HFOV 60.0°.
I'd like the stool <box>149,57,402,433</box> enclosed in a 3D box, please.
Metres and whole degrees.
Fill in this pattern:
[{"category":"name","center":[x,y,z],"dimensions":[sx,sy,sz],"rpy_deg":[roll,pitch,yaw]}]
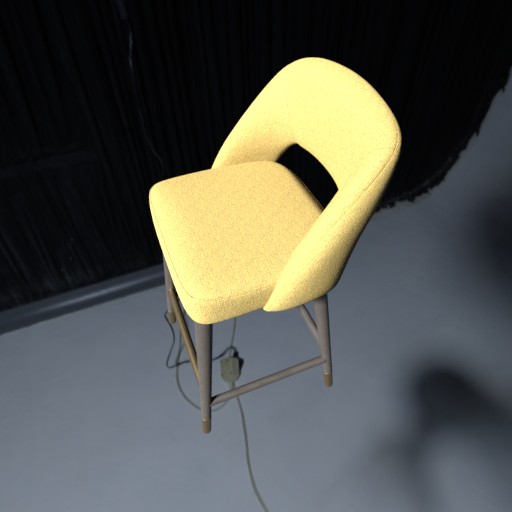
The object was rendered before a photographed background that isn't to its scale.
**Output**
[{"category":"stool","center":[0.000,0.000,1.239],"dimensions":[0.522,0.939,0.536],"rpy_deg":[-16,48,-15]}]
